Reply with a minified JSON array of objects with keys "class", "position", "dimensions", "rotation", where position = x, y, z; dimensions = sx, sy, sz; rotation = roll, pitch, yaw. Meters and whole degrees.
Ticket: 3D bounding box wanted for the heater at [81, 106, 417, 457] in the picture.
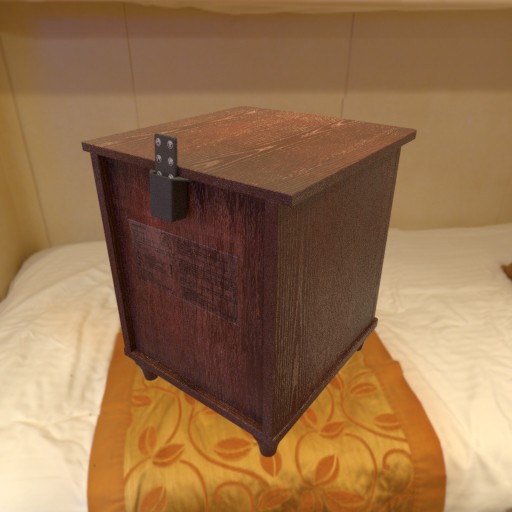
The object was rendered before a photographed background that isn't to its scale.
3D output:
[{"class":"heater","position":[0.000,0.000,0.766],"dimensions":[0.362,0.481,0.400],"rotation":[20,34,32]}]
